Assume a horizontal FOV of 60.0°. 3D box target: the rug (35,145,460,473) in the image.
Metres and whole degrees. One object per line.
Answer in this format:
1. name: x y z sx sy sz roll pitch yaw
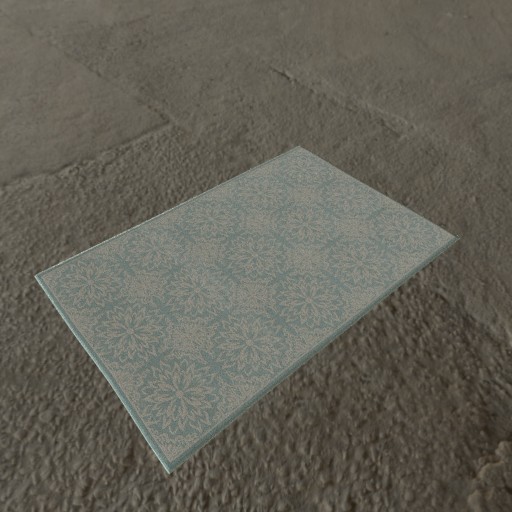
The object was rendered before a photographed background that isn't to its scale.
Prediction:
1. rug: 0.000 0.000 2.283 1.840 0.012 1.219 -31 53 -27
